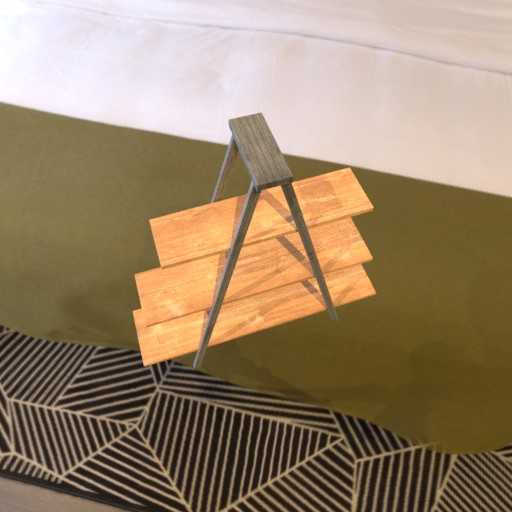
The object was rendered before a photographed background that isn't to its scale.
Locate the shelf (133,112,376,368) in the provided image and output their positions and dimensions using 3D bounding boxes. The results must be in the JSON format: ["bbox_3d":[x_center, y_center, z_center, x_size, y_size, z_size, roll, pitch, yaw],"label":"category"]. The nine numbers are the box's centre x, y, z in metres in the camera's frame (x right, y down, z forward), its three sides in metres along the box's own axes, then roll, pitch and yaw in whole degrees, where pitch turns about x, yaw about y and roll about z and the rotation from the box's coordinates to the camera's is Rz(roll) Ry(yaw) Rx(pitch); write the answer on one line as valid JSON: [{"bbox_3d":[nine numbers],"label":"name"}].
[{"bbox_3d":[0.000,0.000,2.704,1.746,1.808,0.508,-16,60,-9],"label":"shelf"}]
